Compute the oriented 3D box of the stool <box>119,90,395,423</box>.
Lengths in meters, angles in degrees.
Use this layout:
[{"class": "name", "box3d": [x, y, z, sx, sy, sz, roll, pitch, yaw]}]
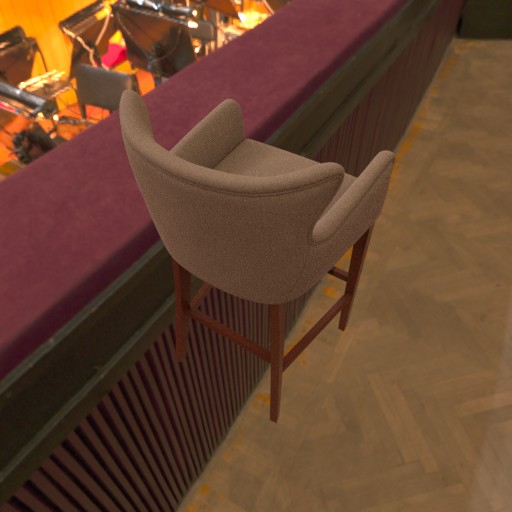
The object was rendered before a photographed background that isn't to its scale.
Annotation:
[{"class": "stool", "box3d": [0.000, 0.000, 1.382, 0.575, 1.047, 0.575, 26, 52, 22]}]
